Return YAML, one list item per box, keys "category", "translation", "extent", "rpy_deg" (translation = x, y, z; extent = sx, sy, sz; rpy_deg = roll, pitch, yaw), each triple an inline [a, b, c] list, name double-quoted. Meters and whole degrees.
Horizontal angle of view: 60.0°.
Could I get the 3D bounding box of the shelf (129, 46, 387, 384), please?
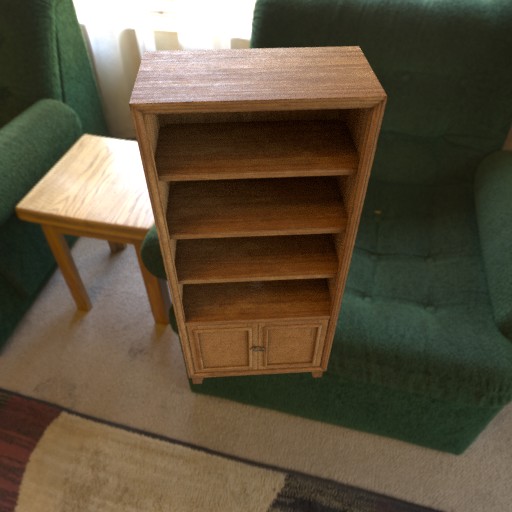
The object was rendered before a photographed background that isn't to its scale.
- category: "shelf"
  translation: [0.000, 0.000, 2.318]
  extent: [0.864, 1.930, 0.453]
  rpy_deg: [-2, 46, -2]
